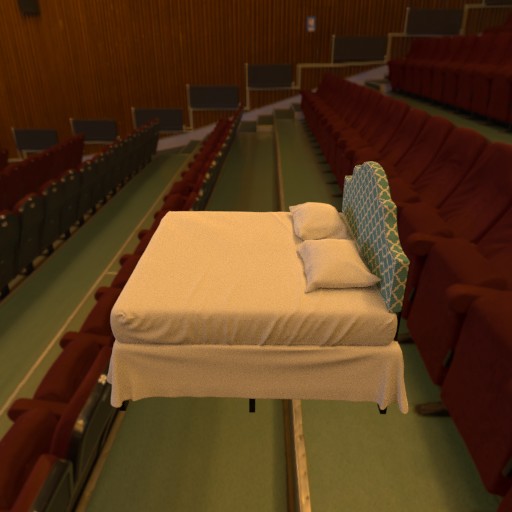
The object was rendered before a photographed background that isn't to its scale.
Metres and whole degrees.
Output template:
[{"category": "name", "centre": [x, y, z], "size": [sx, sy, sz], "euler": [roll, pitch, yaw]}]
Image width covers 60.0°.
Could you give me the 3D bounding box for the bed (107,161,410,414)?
[{"category": "bed", "centre": [0.000, 0.000, 3.839], "size": [2.222, 1.601, 2.314], "euler": [0, 26, 1]}]
